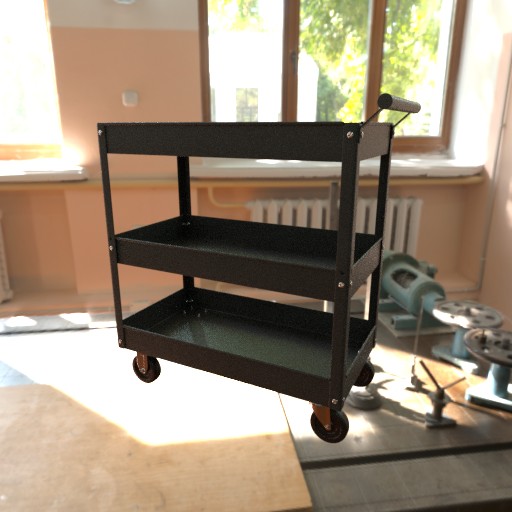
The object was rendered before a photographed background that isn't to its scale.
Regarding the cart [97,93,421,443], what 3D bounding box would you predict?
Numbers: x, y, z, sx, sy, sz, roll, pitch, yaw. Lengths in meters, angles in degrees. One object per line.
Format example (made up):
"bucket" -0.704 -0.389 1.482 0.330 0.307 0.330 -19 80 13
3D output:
"cart" 0.000 0.000 1.189 0.719 0.780 0.366 8 18 26
